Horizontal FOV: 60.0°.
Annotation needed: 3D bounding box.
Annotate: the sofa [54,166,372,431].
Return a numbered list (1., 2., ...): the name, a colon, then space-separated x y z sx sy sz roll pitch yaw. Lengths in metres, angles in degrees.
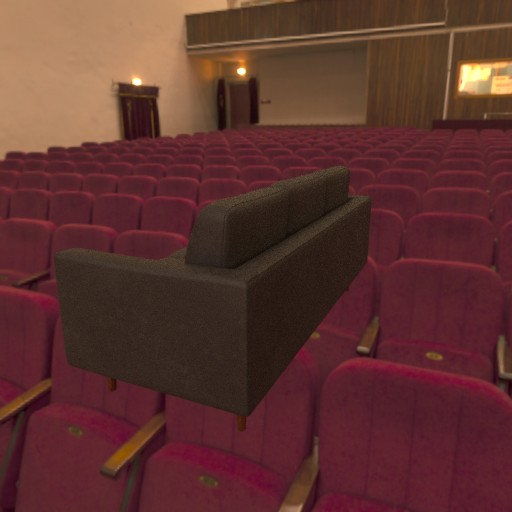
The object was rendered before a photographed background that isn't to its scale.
1. sofa: 0.000 0.000 2.492 0.879 0.899 2.029 7 17 24
